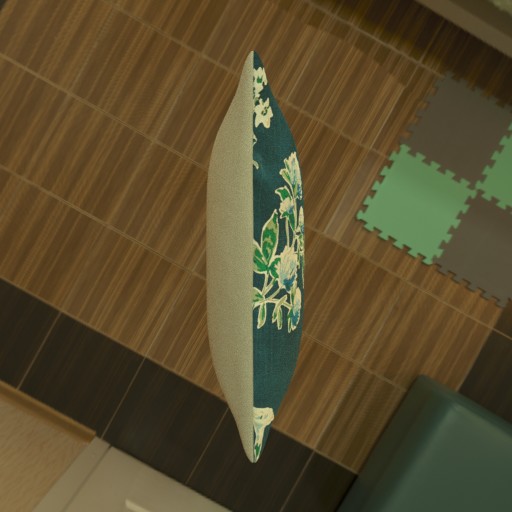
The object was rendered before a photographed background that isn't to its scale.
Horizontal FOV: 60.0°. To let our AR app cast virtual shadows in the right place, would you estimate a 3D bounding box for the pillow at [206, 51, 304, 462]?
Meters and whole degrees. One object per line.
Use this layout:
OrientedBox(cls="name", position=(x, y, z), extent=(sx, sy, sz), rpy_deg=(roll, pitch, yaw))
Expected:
OrientedBox(cls="pillow", position=(0.000, 0.000, 0.812), extent=(0.166, 0.508, 0.525), rpy_deg=(0, 91, 0))
